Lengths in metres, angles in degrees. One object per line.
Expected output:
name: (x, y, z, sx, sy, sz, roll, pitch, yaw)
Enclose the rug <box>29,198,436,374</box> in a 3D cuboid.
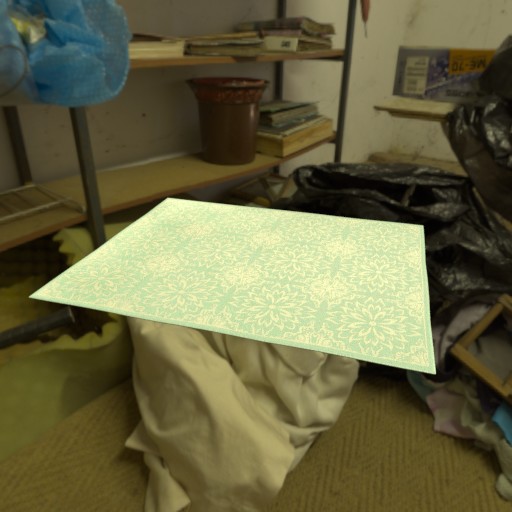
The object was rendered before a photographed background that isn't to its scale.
rug: (0.000, 0.000, 4.062, 2.980, 0.012, 2.363, 8, 28, 15)
